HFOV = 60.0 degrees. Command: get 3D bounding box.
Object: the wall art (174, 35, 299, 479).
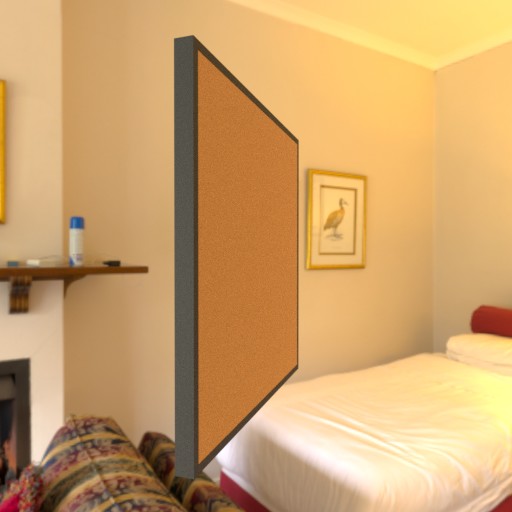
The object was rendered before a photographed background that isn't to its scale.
[{"bbox_3d":[0.000,0.000,1.127,0.038,0.763,0.763,0,1,19],"label":"wall art"}]
